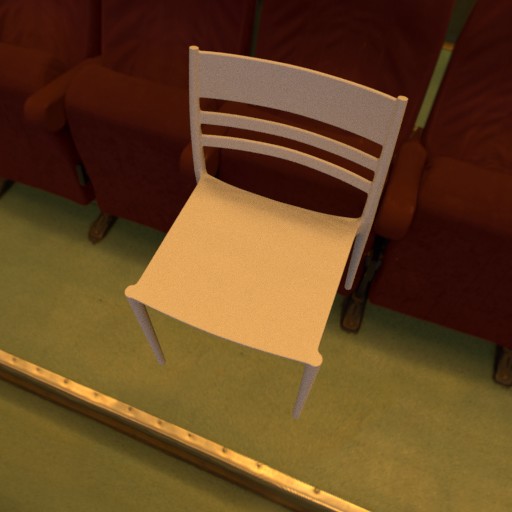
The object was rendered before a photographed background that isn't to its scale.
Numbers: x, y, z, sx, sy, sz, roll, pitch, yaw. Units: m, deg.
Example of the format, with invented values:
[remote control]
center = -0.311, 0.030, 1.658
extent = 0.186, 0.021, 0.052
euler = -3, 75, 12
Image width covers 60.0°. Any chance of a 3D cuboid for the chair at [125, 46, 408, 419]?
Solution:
[chair]
center = 0.000, 0.000, 1.140
extent = 0.531, 0.800, 0.511
euler = 18, 60, 11
